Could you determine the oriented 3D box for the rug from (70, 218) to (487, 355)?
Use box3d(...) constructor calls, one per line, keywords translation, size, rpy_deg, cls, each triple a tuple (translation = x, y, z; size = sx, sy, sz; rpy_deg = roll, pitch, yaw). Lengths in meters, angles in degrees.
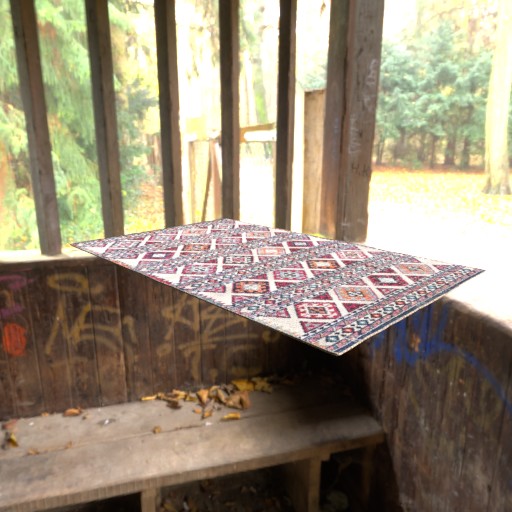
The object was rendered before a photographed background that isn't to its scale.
box3d(translation=(0.000, 0.000, 3.000), size=(1.545, 0.010, 2.440), rpy_deg=(-14, 21, -42), cls="rug")
